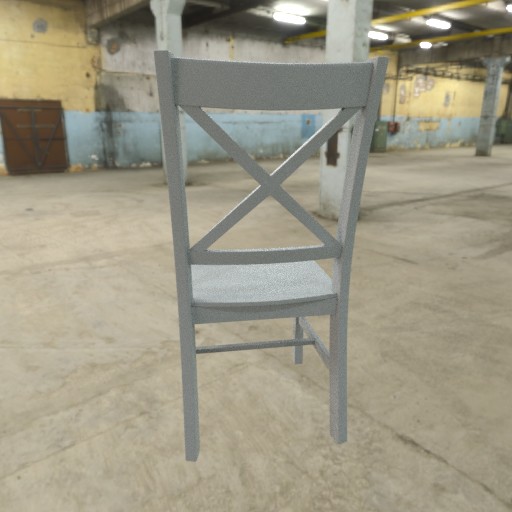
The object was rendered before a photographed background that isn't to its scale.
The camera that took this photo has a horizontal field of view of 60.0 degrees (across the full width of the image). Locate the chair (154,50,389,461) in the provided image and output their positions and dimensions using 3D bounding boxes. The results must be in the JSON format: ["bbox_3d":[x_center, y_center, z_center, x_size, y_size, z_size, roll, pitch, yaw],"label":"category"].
[{"bbox_3d":[0.000,0.000,1.260,0.485,0.983,0.542,-3,16,-9],"label":"chair"}]
